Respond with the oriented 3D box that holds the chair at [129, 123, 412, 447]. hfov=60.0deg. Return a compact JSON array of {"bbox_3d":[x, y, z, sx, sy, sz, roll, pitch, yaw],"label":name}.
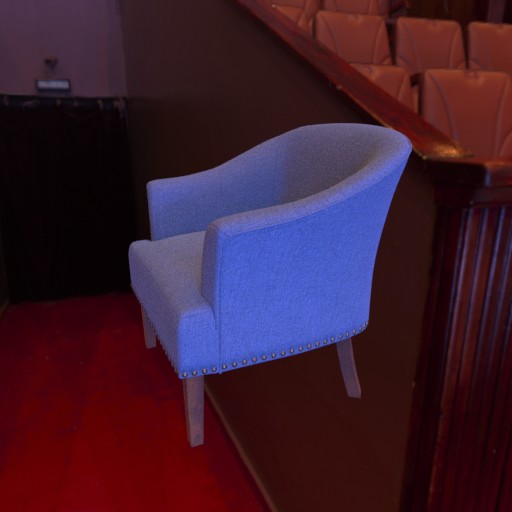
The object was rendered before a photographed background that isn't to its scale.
[{"bbox_3d":[0.000,0.000,1.423,0.704,0.815,0.798,-7,18,-23],"label":"chair"}]
